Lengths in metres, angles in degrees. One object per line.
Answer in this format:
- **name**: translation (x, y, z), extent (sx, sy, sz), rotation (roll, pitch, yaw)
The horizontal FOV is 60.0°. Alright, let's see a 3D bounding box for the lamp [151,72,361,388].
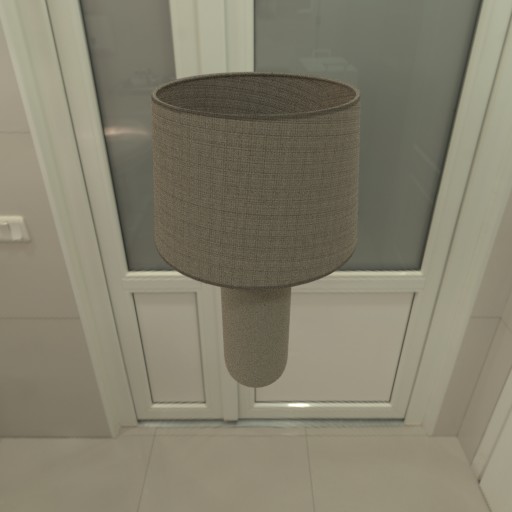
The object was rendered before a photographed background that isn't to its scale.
- **lamp**: translation (0.000, 0.000, 0.848), extent (0.367, 0.609, 0.367), rotation (0, 32, 0)
